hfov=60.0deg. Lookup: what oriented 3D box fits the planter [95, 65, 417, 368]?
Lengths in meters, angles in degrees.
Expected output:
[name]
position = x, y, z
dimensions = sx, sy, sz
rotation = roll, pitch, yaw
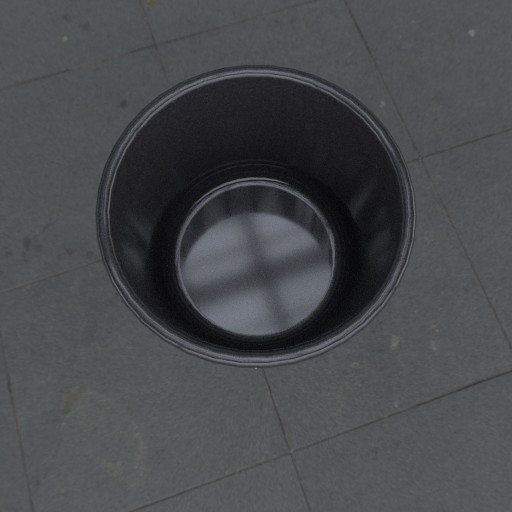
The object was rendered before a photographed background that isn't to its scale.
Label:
[planter]
position = 0.000, 0.000, 0.263
dimensions = 0.129, 0.177, 0.129
rotation = 0, 76, 0
